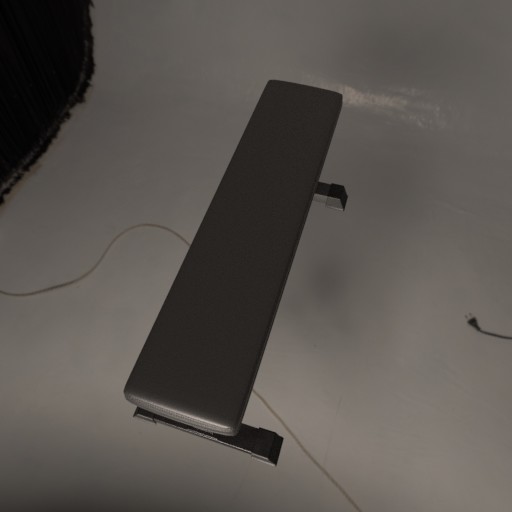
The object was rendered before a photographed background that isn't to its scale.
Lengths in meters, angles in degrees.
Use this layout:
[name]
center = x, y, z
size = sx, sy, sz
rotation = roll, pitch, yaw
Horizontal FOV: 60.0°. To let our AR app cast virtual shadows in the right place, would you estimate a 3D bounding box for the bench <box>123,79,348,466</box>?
[bench]
center = 0.000, 0.000, 1.330
size = 0.439, 0.453, 1.072
rotation = 15, 59, 9
